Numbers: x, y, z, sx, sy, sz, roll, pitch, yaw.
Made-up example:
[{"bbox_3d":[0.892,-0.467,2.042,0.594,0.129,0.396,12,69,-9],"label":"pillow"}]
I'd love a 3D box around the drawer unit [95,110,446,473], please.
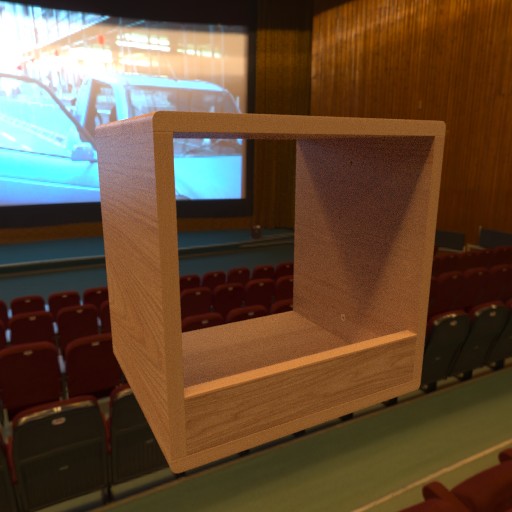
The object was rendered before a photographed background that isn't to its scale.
[{"bbox_3d":[0.000,0.000,0.599,0.344,0.344,0.290,-7,16,-27],"label":"drawer unit"}]
